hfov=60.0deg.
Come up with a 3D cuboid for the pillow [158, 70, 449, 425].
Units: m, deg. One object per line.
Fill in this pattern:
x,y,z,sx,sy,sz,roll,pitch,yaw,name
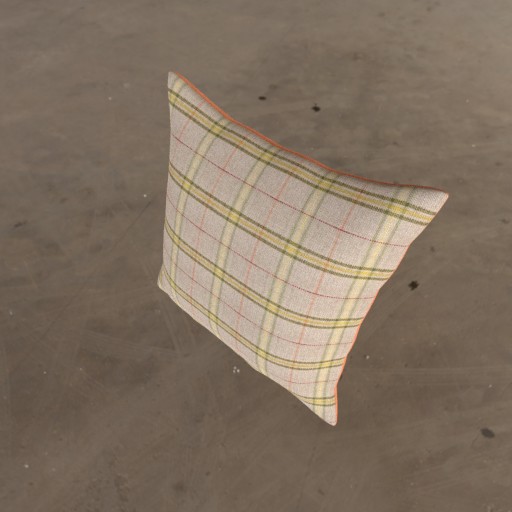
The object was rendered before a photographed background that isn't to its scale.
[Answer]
0.000,0.000,0.707,0.453,0.430,0.200,33,55,26,pillow
